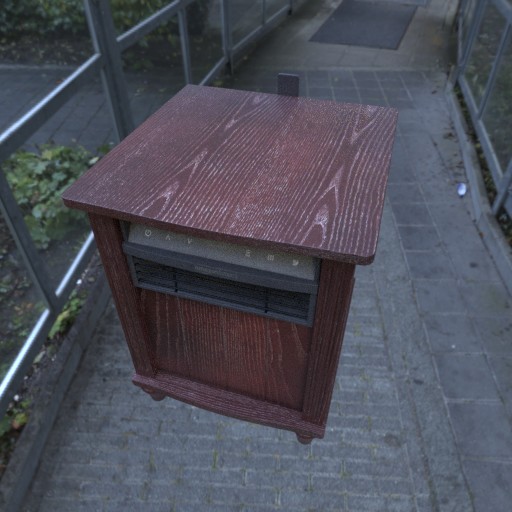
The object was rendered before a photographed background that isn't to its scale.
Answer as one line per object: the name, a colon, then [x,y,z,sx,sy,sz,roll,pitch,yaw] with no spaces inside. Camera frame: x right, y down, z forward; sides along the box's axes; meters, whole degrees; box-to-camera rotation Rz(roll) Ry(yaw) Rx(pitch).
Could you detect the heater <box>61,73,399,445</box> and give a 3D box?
heater: [0.000,0.000,0.745,0.362,0.481,0.400,11,42,13]
